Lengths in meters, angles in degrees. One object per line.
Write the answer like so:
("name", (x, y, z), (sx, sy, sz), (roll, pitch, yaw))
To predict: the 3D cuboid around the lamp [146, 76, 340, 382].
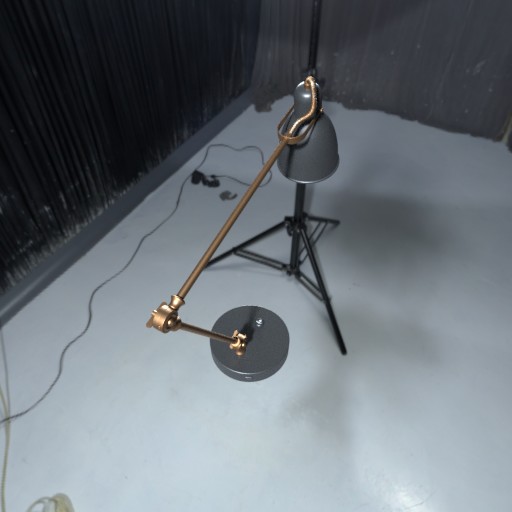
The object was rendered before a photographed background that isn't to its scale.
("lamp", (0.000, 0.000, 0.865), (0.187, 0.587, 0.561), (23, 52, 20))
